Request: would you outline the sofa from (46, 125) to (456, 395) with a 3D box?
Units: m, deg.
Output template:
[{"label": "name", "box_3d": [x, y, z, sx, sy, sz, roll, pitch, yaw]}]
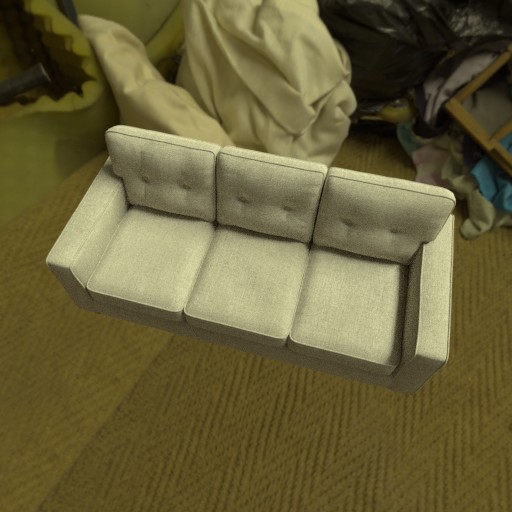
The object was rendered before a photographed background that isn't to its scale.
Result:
[{"label": "sofa", "box_3d": [0.000, 0.000, 2.596, 2.133, 0.965, 0.939, 13, 59, 8]}]
